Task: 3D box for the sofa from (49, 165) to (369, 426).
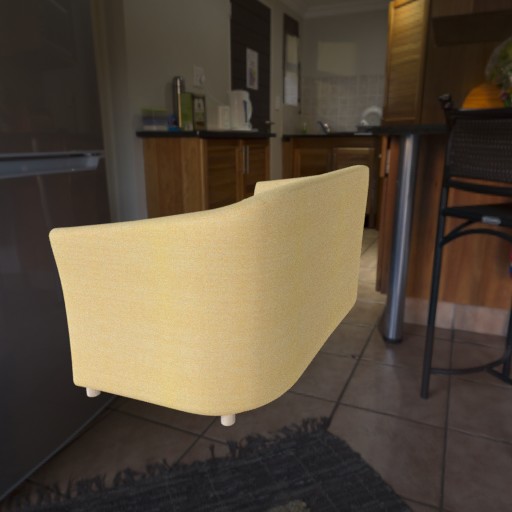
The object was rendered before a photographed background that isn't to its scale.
[{"bbox_3d":[0.000,0.000,1.874,0.705,0.721,1.452,8,18,25],"label":"sofa"}]
